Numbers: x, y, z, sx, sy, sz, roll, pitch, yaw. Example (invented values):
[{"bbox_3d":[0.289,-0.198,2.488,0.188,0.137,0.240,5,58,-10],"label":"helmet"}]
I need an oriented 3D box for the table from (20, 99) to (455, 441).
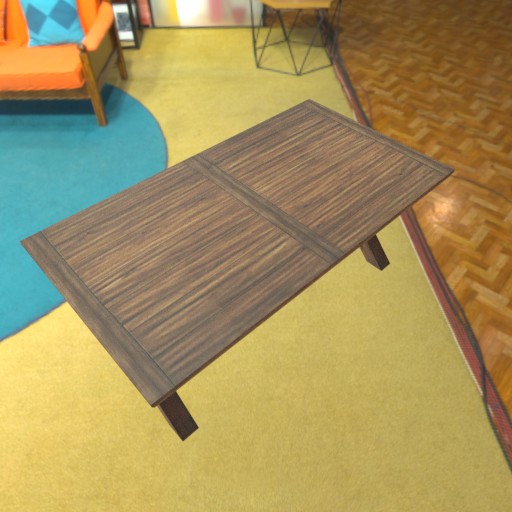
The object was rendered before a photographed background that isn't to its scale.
[{"bbox_3d":[0.000,0.000,2.511,1.966,0.793,1.071,-34,56,-28],"label":"table"}]
